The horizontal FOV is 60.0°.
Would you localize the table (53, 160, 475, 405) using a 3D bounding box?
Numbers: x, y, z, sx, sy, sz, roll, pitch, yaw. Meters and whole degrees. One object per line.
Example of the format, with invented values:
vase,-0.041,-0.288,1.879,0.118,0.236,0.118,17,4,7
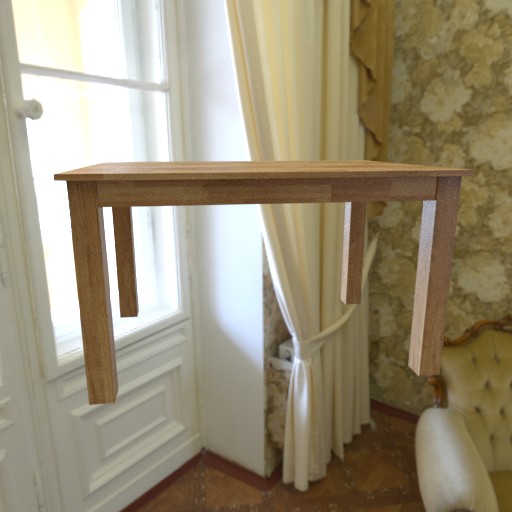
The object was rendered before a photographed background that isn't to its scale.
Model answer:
table,0.000,0.000,1.867,1.300,0.750,0.900,-2,14,-9
